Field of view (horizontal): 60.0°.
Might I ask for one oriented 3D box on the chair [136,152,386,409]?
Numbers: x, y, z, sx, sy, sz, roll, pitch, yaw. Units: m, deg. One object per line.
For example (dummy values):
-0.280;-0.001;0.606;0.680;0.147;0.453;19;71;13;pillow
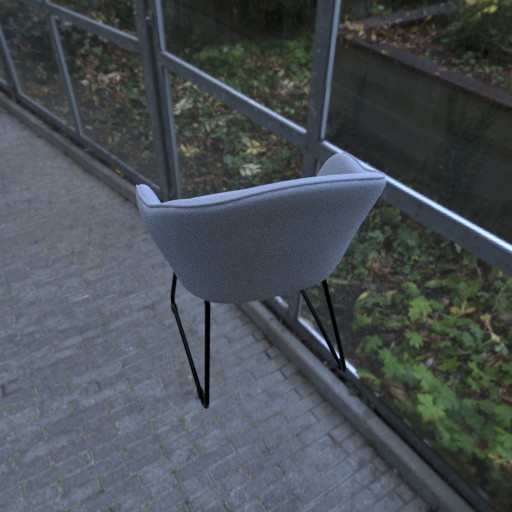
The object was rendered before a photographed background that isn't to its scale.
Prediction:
0.000;0.000;1.233;0.570;0.817;0.592;-12;43;-13;chair
